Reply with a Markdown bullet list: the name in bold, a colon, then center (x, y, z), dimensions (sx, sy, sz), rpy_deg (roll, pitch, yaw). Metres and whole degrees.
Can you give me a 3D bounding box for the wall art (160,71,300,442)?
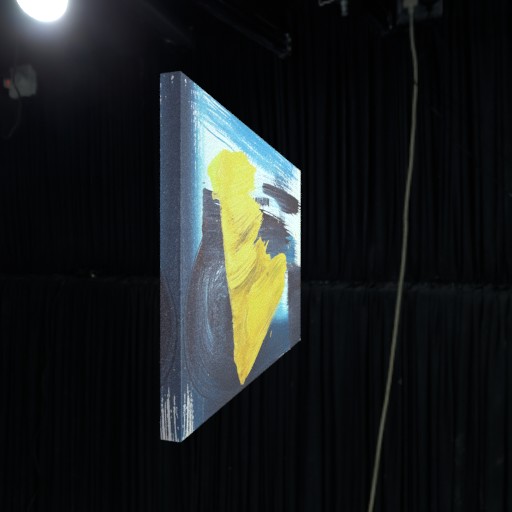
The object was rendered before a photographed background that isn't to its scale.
- **wall art**: center (0.000, 0.000, 1.167), dimensions (0.039, 0.610, 0.914), rpy_deg (0, 0, 18)
